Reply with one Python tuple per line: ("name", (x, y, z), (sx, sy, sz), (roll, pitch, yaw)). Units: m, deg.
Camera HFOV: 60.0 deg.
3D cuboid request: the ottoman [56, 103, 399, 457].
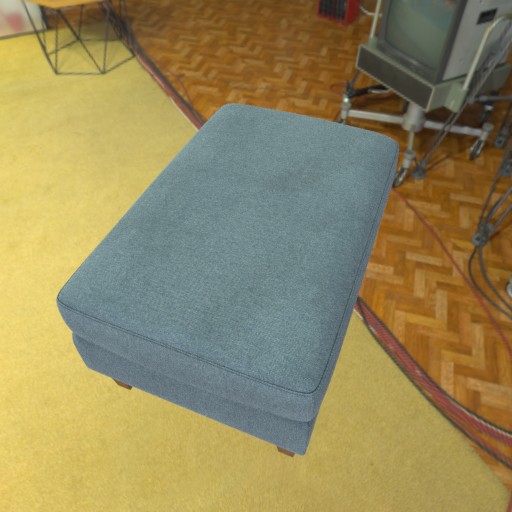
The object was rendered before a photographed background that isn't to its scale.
("ottoman", (0.000, 0.000, 1.216), (0.584, 0.483, 0.864), (17, 50, 14))
